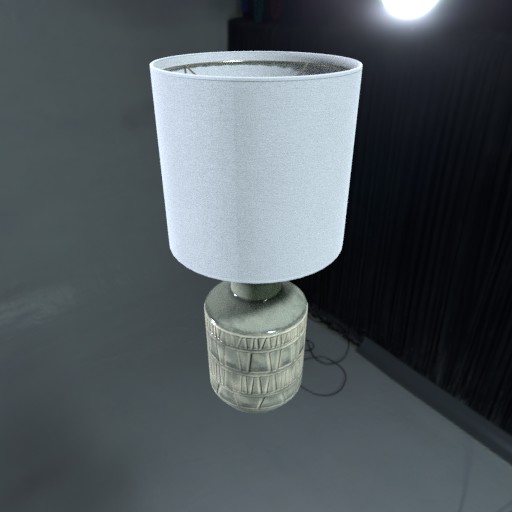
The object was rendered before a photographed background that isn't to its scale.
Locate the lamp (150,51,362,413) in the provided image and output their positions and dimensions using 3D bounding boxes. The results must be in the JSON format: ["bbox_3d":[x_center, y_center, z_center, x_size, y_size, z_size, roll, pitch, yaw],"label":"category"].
[{"bbox_3d":[0.000,0.000,0.562,0.211,0.455,0.211,-22,37,-33],"label":"lamp"}]
